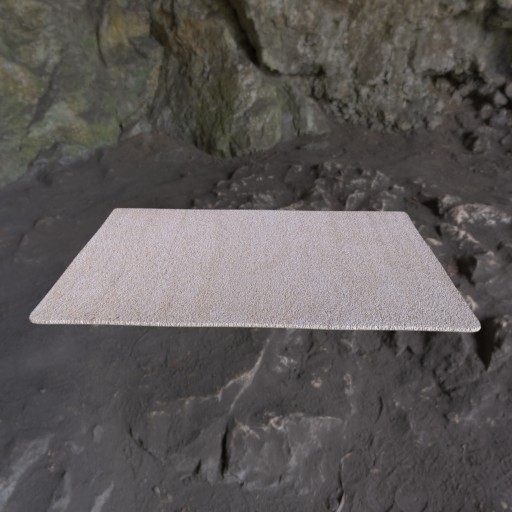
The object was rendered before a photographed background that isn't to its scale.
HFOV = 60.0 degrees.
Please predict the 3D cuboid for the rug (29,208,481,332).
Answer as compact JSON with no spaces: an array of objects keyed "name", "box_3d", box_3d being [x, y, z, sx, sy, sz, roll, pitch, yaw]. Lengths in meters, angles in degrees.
[{"name":"rug","box_3d":[0.000,0.000,2.926,2.349,0.026,1.500,1,29,2]}]
